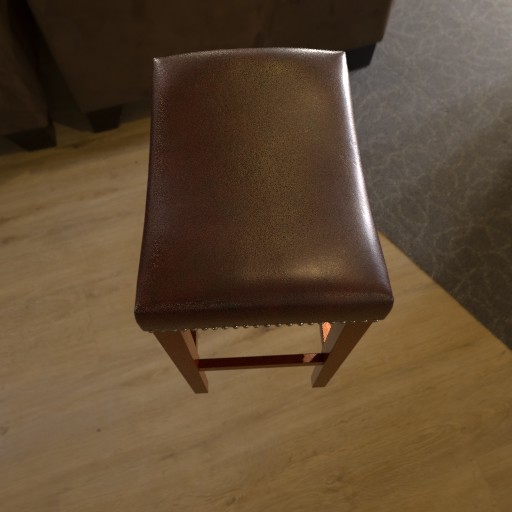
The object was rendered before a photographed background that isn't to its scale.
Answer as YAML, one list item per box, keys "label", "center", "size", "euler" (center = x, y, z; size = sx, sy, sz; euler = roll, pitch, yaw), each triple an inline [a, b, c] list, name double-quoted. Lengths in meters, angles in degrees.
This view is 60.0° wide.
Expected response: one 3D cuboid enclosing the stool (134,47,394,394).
- label: "stool"
  center: [0.000, 0.000, 1.013]
  size: [0.372, 0.742, 0.504]
  euler: [-3, 64, -1]
